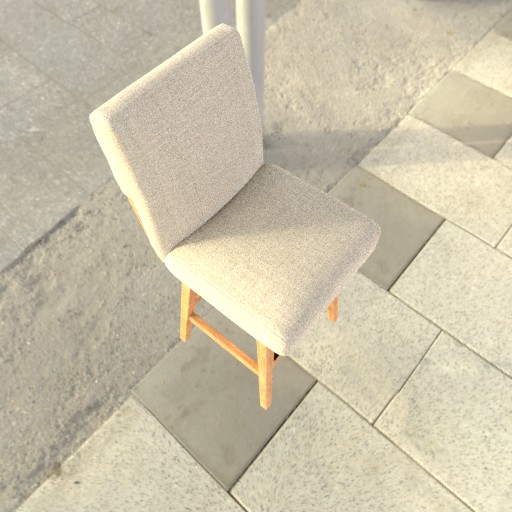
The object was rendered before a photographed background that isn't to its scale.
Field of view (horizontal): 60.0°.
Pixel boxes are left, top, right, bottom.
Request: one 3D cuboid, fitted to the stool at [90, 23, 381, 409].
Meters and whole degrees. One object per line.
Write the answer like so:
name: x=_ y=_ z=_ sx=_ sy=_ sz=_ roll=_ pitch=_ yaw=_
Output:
stool: x=0.000 y=0.000 z=1.361 sx=0.569 sy=1.106 sz=0.483 roll=35 pitch=65 yaw=19
